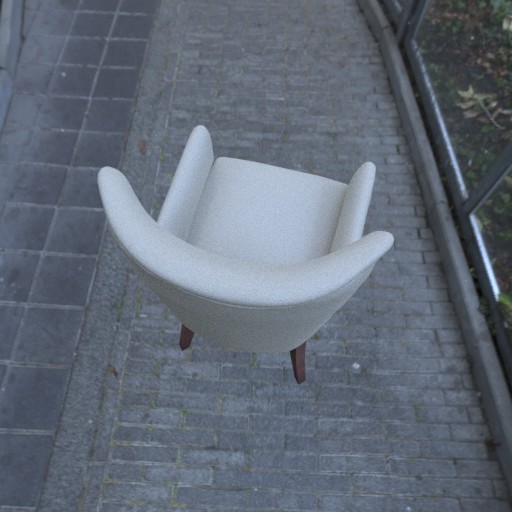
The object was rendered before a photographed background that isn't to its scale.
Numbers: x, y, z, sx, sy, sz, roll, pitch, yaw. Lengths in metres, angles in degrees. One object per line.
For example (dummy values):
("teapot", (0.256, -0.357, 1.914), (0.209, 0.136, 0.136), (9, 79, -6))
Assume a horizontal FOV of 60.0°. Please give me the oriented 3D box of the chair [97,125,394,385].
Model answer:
("chair", (0.000, 0.000, 1.413), (0.660, 0.952, 0.686), (14, 63, 7))
